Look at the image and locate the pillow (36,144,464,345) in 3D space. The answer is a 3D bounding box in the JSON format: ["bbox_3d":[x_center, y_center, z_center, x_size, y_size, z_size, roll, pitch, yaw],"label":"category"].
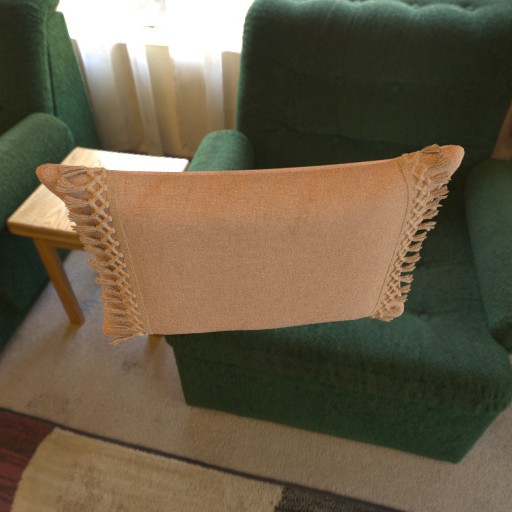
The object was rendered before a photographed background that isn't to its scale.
[{"bbox_3d":[0.000,0.000,0.580,0.466,0.305,0.084,-3,45,-3],"label":"pillow"}]
